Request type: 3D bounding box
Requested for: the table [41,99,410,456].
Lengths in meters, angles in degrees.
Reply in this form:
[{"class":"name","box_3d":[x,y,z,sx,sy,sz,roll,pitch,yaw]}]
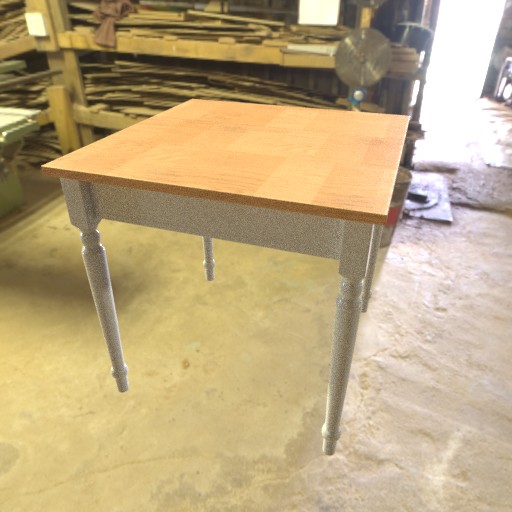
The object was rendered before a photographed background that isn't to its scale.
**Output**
[{"class":"table","box_3d":[0.000,0.000,1.365,0.747,0.738,0.747,10,33,17]}]
